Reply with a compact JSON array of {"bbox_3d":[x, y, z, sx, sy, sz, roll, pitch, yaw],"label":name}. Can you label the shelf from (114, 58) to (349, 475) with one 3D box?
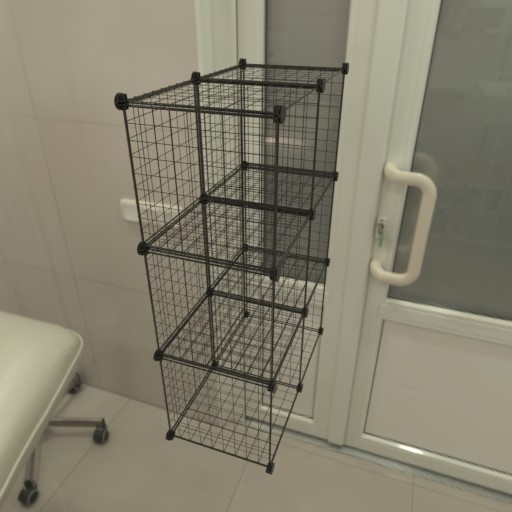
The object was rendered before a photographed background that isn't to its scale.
[{"bbox_3d":[0.000,0.000,1.397,0.356,1.067,0.711,10,31,17],"label":"shelf"}]
